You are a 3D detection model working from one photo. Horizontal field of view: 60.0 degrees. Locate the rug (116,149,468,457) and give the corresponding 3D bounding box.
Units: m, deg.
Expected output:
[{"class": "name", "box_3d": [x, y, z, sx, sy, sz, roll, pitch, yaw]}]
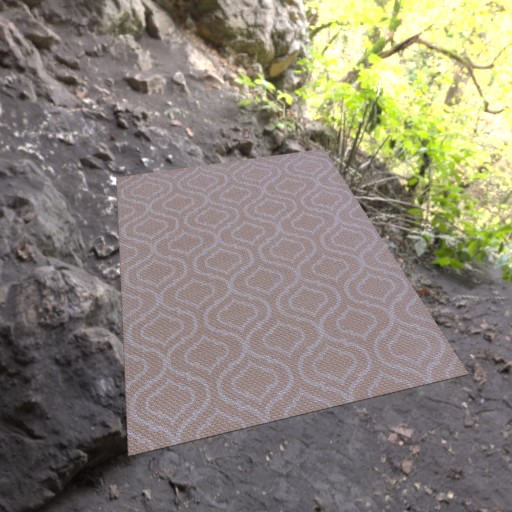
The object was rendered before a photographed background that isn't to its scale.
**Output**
[{"class": "rug", "box_3d": [0.000, 0.000, 3.821, 2.286, 0.013, 2.894, -10, 47, -10]}]
